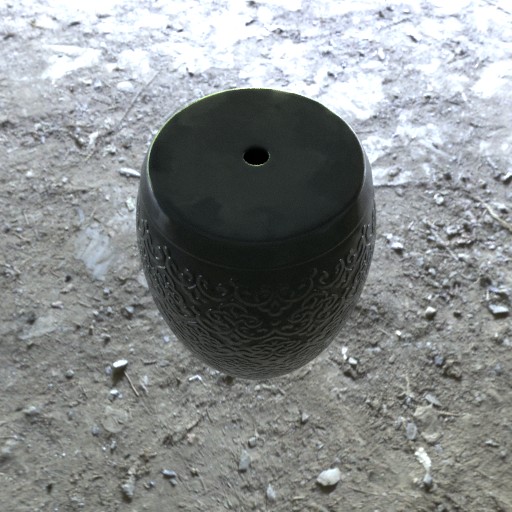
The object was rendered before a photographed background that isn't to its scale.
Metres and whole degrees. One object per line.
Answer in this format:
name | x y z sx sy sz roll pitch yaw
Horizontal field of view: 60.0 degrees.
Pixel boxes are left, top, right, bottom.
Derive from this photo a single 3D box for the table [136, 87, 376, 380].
table | 0.000 0.000 0.632 0.309 0.397 0.309 0 57 0
